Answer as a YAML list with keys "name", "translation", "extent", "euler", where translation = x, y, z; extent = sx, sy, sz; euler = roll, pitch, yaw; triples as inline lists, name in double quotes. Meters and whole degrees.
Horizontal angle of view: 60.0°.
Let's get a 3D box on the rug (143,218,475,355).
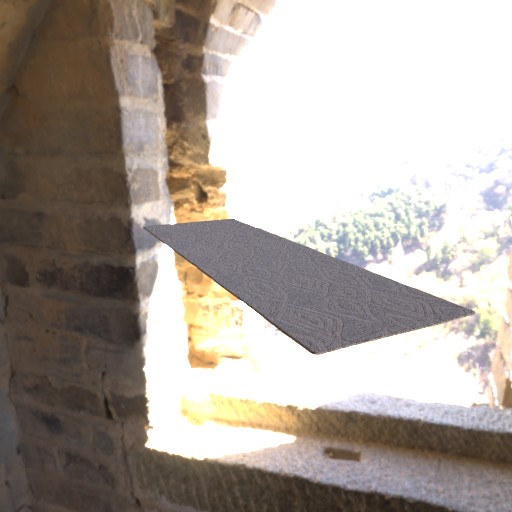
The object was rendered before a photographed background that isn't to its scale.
- name: "rug"
  translation: [0.000, 0.000, 2.679]
  extent: [0.807, 0.013, 2.436]
  euler: [-8, 17, -26]
